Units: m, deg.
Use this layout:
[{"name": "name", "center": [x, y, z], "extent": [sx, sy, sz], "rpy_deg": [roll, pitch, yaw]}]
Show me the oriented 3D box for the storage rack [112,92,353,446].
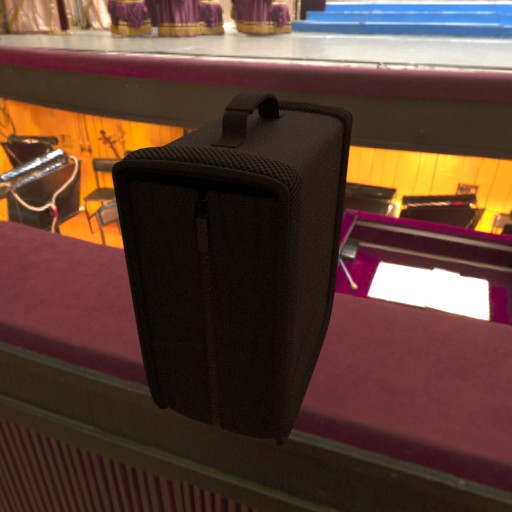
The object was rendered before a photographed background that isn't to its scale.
[{"name": "storage rack", "center": [0.000, 0.000, 0.556], "extent": [0.168, 0.387, 0.297], "rpy_deg": [10, 31, 18]}]
